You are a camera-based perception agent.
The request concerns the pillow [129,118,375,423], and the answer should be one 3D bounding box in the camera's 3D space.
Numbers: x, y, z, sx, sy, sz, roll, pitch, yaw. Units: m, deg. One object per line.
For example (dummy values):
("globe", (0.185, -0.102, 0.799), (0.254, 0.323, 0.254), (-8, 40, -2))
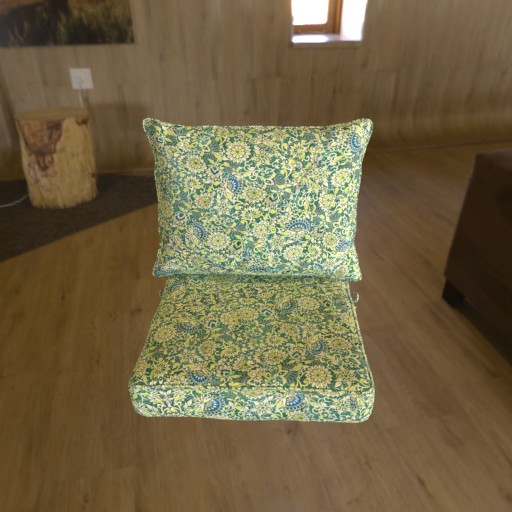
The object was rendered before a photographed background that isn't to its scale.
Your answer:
("pillow", (0.000, 0.000, 1.400), (0.798, 0.722, 0.740), (1, 31, 2))
